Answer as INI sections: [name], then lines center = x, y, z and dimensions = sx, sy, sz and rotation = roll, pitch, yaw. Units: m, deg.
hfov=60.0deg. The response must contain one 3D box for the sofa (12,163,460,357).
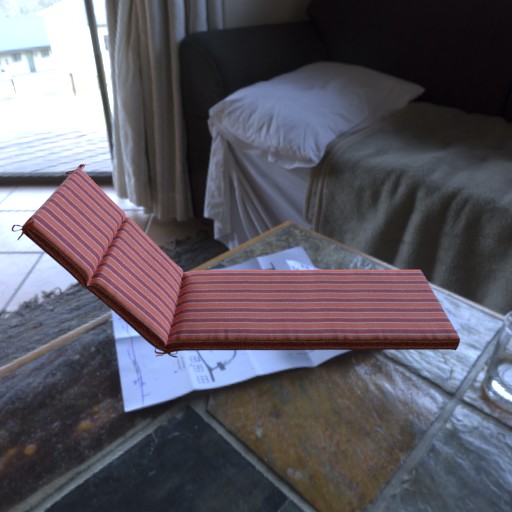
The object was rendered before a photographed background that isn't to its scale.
[sofa]
center = 0.000, 0.000, 1.870
dimensions = 1.663, 0.622, 0.582
rotation = 0, 32, 0
